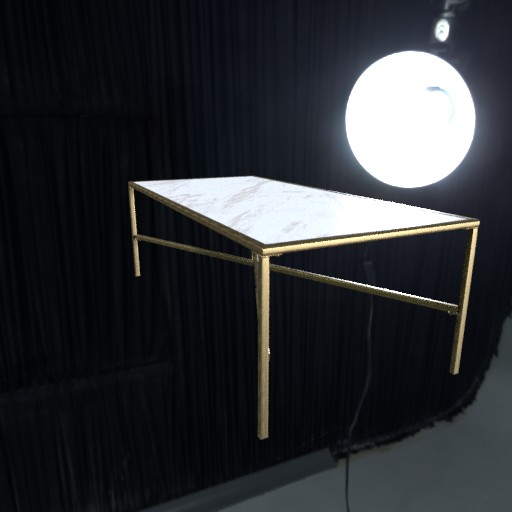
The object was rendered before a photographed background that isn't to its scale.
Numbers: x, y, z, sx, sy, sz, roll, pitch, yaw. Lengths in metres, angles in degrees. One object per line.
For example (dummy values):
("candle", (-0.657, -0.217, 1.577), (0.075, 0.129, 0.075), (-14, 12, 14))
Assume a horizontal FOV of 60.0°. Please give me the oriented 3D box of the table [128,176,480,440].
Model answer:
("table", (0.000, 0.000, 1.484), (0.577, 0.405, 1.197), (-8, 17, -26))
